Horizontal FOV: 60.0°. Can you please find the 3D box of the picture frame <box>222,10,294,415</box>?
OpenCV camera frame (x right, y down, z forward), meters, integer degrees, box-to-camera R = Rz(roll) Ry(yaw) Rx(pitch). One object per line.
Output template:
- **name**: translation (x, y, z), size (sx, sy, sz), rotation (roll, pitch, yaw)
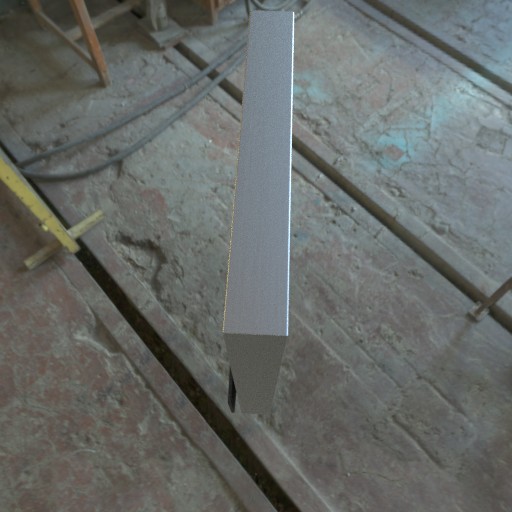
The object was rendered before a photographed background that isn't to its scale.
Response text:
- **picture frame**: translation (0.000, 0.000, 0.268), size (0.028, 0.208, 0.157), rotation (3, 64, 1)
